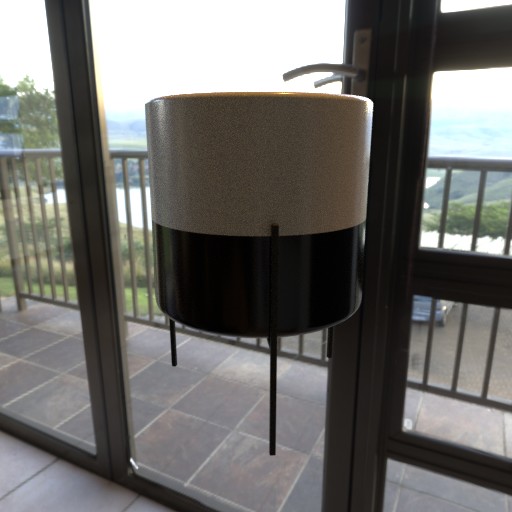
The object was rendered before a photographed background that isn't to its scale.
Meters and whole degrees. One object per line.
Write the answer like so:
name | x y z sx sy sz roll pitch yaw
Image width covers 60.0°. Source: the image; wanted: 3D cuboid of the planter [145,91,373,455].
planter | 0.000 0.000 0.653 0.310 0.432 0.310 2 15 9
